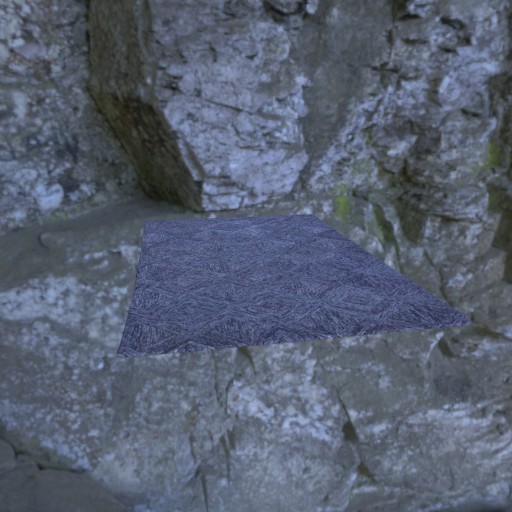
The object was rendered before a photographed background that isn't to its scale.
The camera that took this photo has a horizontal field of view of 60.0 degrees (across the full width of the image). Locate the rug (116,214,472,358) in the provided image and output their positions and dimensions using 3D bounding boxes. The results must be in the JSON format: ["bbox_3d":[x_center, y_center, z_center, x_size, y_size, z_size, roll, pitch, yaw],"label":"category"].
[{"bbox_3d":[0.000,0.000,2.188,1.158,0.013,1.752,-3,18,-11],"label":"rug"}]
